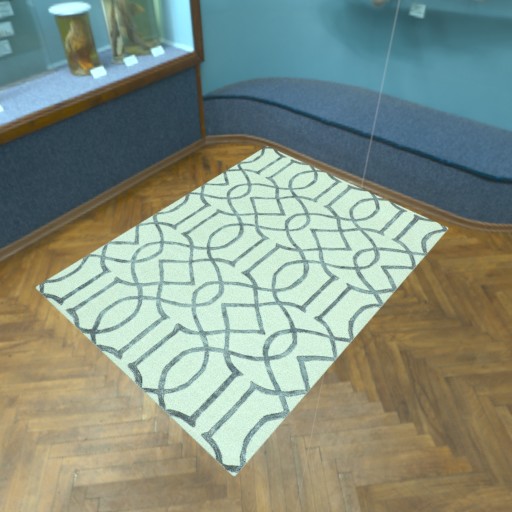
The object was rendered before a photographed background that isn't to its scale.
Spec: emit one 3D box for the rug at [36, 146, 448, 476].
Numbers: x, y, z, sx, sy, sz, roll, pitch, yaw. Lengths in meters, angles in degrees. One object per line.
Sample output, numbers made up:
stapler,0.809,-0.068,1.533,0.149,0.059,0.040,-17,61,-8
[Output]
rug,0.000,0.000,3.850,2.211,0.021,2.910,31,52,28
